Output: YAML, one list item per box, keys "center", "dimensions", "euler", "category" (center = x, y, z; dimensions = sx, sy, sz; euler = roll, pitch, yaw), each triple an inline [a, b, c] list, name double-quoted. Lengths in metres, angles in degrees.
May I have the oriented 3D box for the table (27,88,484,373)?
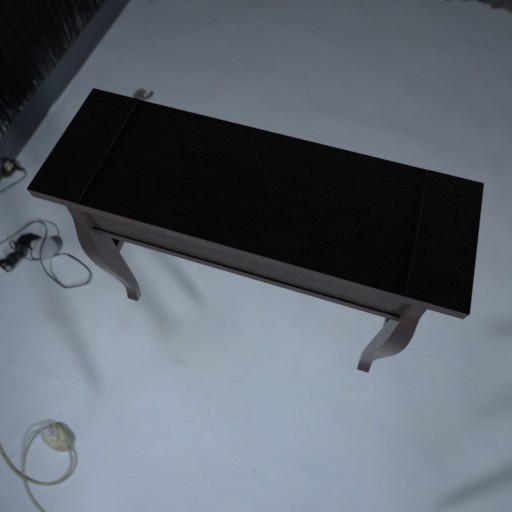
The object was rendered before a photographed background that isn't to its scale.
- center: [0.000, 0.000, 1.428]
  dimensions: [1.062, 0.768, 0.373]
  euler: [16, 65, 8]
  category: "table"
